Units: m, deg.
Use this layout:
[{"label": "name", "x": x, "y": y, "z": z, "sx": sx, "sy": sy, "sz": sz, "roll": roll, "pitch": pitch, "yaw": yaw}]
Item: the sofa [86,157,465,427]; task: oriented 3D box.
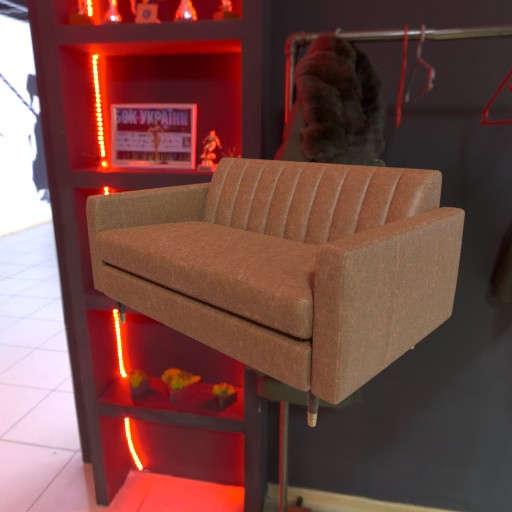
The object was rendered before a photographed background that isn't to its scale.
[{"label": "sofa", "x": 0.000, "y": 0.000, "z": 2.084, "sx": 1.549, "sy": 0.820, "sz": 0.960, "roll": 15, "pitch": 21, "yaw": 41}]
